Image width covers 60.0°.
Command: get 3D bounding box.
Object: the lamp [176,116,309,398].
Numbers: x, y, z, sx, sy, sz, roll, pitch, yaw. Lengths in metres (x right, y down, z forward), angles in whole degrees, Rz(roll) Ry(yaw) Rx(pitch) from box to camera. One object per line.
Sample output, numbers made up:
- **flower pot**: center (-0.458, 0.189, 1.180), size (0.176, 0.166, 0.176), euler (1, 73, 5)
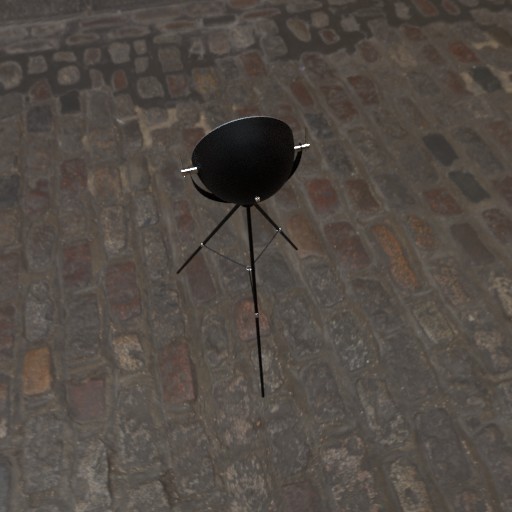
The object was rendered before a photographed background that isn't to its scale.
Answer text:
- **lamp**: center (0.000, 0.000, 2.065), size (0.817, 1.512, 0.920), euler (-14, 60, -8)
